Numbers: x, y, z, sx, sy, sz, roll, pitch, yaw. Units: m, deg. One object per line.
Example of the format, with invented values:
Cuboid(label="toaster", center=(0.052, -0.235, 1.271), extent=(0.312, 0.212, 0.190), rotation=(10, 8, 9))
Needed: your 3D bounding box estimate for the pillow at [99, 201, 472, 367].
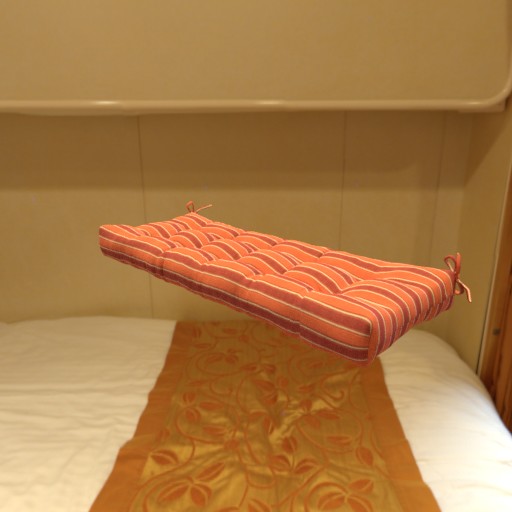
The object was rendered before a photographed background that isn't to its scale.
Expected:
Cuboid(label="pillow", center=(0.000, 0.000, 1.391), extent=(0.511, 0.174, 1.194), rotation=(-16, 23, -43))
